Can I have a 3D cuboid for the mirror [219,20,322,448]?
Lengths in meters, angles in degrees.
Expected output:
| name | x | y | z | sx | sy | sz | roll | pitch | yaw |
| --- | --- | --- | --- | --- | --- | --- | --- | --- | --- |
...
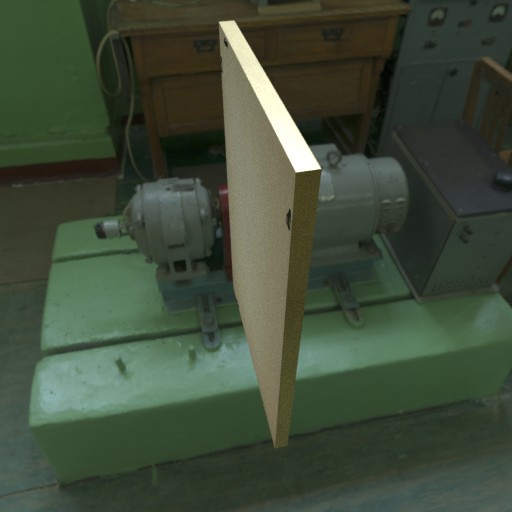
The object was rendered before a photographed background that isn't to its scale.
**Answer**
| name | x | y | z | sx | sy | sz | roll | pitch | yaw |
| --- | --- | --- | --- | --- | --- | --- | --- | --- | --- |
| mirror | 0.000 | 0.000 | 1.121 | 0.041 | 0.915 | 0.609 | -9 | 46 | -9 |
